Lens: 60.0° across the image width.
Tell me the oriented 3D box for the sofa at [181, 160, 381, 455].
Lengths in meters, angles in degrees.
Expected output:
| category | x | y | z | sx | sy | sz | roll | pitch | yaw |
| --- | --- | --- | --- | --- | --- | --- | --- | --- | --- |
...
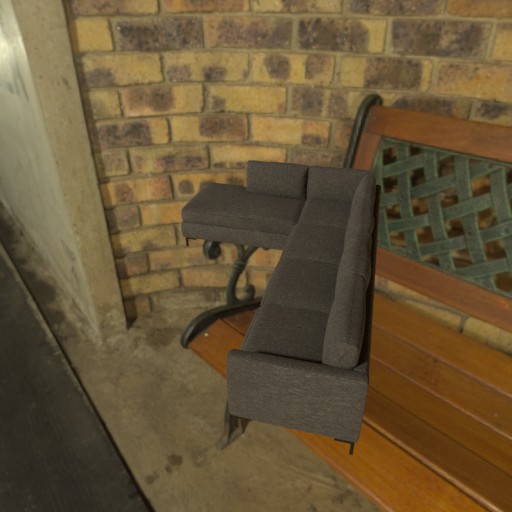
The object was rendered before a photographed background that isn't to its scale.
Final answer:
| category | x | y | z | sx | sy | sz | roll | pitch | yaw |
| --- | --- | --- | --- | --- | --- | --- | --- | --- | --- |
| sofa | 0.000 | 0.000 | 3.848 | 2.007 | 0.815 | 2.949 | 8 | 32 | 13 |
